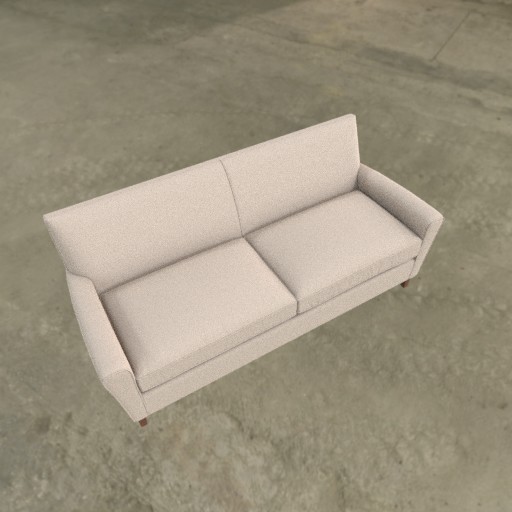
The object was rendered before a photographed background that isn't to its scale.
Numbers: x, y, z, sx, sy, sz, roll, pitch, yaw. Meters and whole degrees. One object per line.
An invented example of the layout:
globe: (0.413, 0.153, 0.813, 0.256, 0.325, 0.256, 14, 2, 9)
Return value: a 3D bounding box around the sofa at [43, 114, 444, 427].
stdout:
sofa: (0.000, 0.000, 2.528, 2.000, 0.846, 0.875, -23, 51, -20)
